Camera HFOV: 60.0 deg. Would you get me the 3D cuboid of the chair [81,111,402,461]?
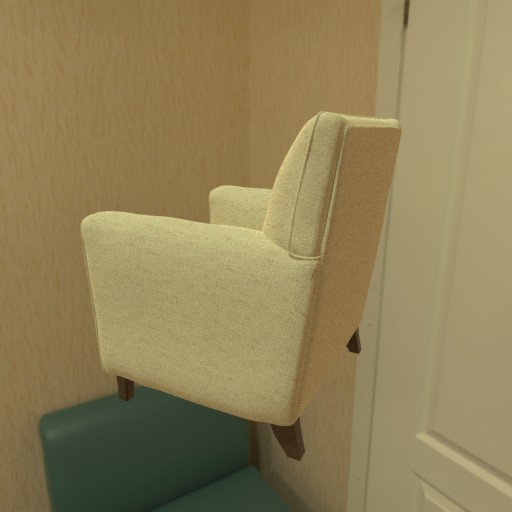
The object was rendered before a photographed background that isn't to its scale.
[{"bbox_3d":[0.000,0.000,1.578,0.823,0.943,0.870,8,18,25],"label":"chair"}]
